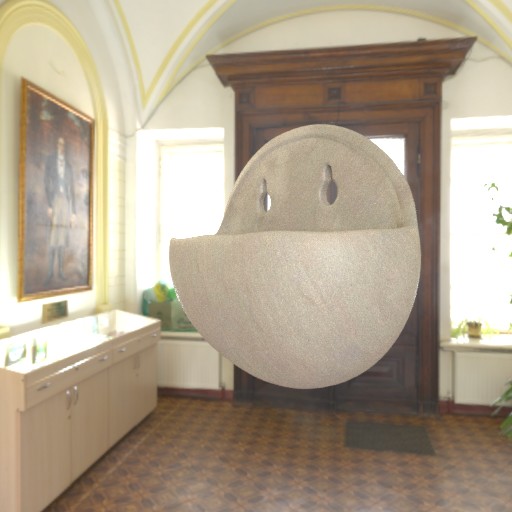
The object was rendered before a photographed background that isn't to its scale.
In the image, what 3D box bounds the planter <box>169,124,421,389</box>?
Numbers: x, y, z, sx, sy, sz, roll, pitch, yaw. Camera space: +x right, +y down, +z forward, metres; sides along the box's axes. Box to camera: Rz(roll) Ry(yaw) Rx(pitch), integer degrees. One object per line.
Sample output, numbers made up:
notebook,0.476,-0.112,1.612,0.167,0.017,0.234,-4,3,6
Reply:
planter,0.000,0.000,0.270,0.073,0.164,0.190,0,0,-36
